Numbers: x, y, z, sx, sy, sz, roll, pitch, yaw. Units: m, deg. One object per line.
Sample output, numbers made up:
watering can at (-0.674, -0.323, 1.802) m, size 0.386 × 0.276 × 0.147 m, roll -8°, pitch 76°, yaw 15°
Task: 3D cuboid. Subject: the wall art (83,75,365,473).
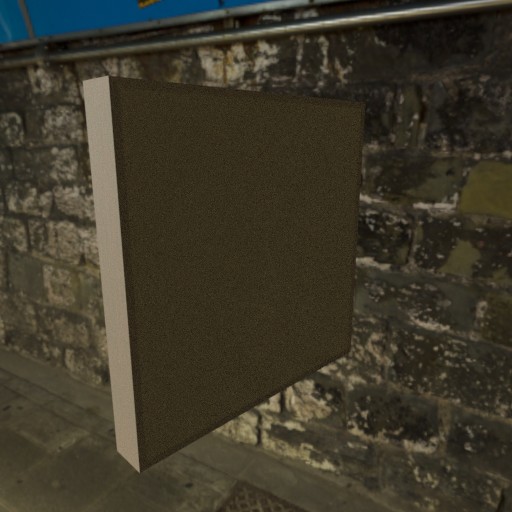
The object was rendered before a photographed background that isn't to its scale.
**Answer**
wall art at (0.000, 0.000, 0.440) m, size 0.304 × 0.303 × 0.038 m, roll -14°, pitch 20°, yaw -43°
